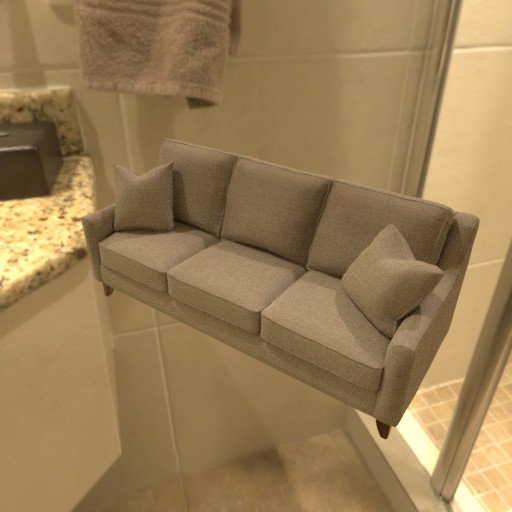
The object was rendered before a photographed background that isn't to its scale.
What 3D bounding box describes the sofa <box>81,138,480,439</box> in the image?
[{"bbox_3d":[0.000,0.000,2.481,2.031,0.914,0.865,20,36,29],"label":"sofa"}]
